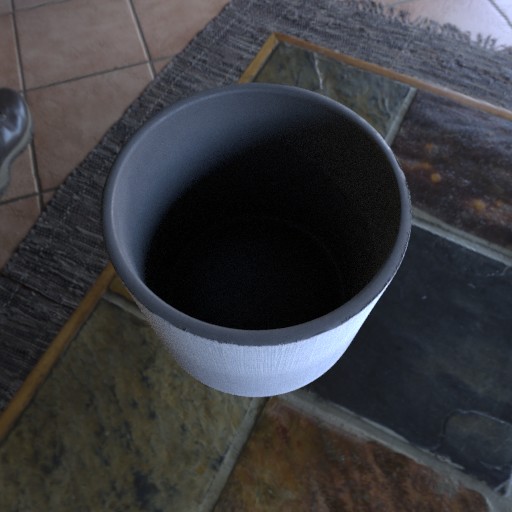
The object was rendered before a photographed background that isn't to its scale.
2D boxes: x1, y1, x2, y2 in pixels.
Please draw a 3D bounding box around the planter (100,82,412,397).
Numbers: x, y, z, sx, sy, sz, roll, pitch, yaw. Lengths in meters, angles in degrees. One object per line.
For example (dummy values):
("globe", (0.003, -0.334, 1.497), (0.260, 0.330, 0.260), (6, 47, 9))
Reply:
("planter", (0.000, 0.000, 0.399), (0.221, 0.201, 0.221), (0, 64, 0))
